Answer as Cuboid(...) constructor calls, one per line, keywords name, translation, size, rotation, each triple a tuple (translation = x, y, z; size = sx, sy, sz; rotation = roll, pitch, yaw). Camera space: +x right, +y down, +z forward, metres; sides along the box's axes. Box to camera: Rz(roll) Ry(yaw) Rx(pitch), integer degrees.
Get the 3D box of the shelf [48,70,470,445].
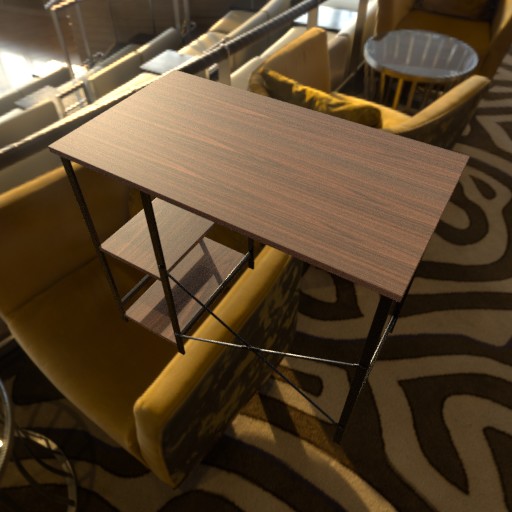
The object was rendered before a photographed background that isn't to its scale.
Cuboid(name="shelf", translation=(0.000, 0.000, 1.355), size=(0.902, 0.750, 0.498), rotation=(24, 52, 21))
